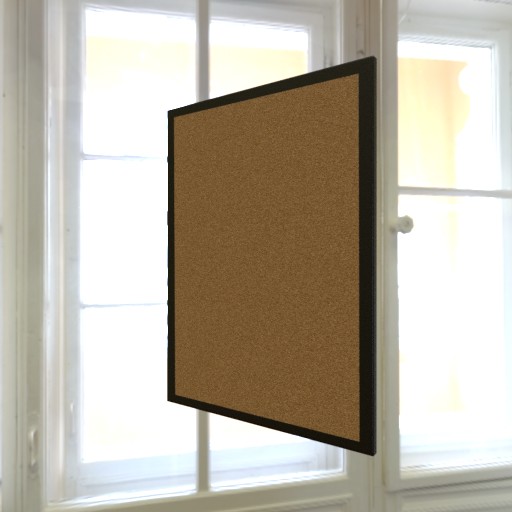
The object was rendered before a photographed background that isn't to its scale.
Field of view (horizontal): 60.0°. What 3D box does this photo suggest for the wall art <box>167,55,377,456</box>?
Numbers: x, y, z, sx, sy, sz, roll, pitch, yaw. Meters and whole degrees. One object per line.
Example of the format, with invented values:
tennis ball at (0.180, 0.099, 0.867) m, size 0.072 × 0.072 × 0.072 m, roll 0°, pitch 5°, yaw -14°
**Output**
wall art at (0.000, 0.000, 0.870) m, size 0.480 × 0.657 × 0.016 m, roll 0°, pitch 0°, yaw 35°
